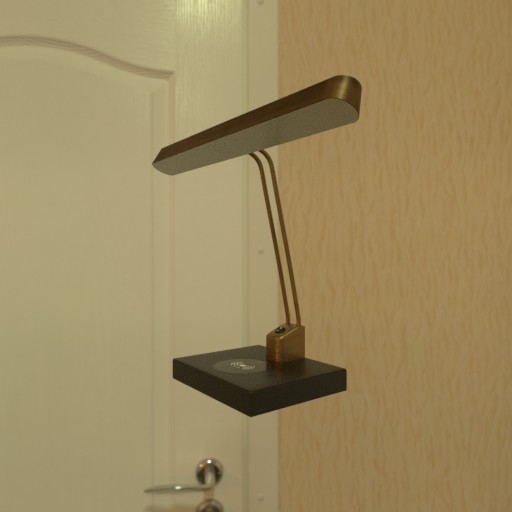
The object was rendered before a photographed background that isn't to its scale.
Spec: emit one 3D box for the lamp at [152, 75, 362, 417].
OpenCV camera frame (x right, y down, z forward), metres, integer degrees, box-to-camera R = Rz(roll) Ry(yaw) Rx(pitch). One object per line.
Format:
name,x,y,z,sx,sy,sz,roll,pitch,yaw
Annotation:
lamp,0.000,0.000,0.596,0.156,0.345,0.412,0,1,-37
